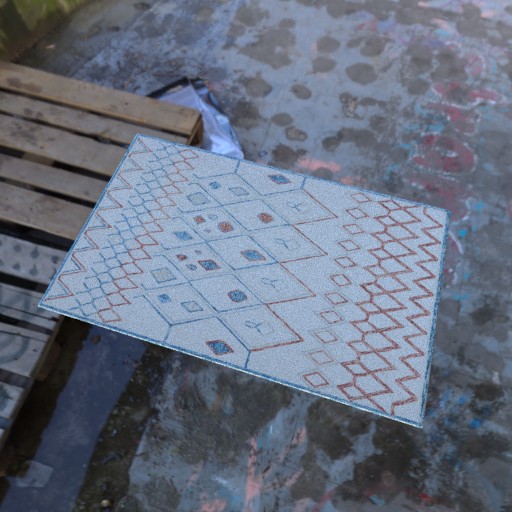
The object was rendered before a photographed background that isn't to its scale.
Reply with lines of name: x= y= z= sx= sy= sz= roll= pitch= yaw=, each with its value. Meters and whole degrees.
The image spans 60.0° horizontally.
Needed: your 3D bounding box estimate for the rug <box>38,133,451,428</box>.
rug: x=0.000 y=0.000 z=2.993 sx=2.438 sy=0.015 sz=1.524 roll=16 pitch=64 yaw=8
